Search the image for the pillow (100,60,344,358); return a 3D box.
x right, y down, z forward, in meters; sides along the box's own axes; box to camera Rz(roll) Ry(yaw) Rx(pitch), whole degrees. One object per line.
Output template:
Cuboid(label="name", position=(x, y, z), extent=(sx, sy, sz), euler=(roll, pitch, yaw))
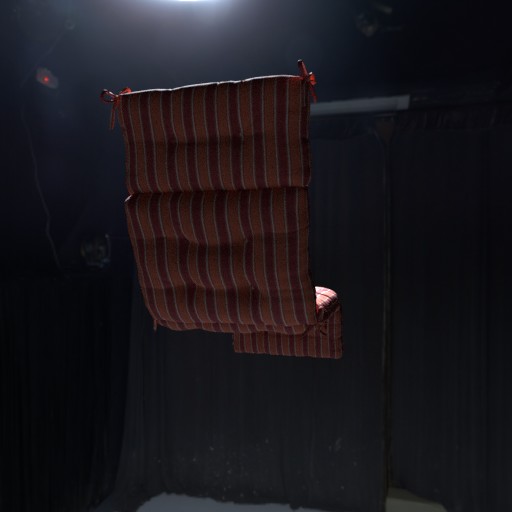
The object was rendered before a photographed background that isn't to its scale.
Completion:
Cuboid(label="pillow", position=(0.000, 0.000, 1.484), extent=(0.526, 0.863, 1.016), euler=(0, 0, 16))
